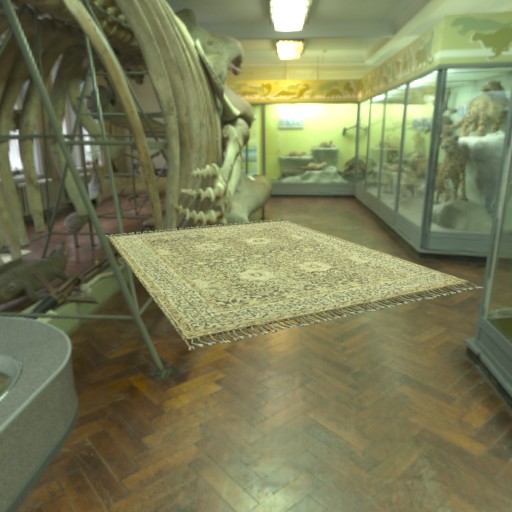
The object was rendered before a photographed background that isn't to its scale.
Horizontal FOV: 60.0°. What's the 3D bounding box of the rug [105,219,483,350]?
[{"bbox_3d":[0.000,0.000,4.419,2.431,0.017,3.291,-7,17,-25],"label":"rug"}]
